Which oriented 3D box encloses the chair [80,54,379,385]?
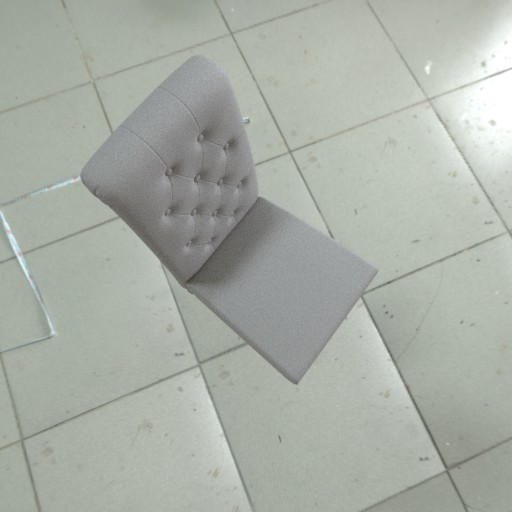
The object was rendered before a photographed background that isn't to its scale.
[{"bbox_3d":[0.000,0.000,1.377,0.671,1.006,0.456,37,77,10],"label":"chair"}]
